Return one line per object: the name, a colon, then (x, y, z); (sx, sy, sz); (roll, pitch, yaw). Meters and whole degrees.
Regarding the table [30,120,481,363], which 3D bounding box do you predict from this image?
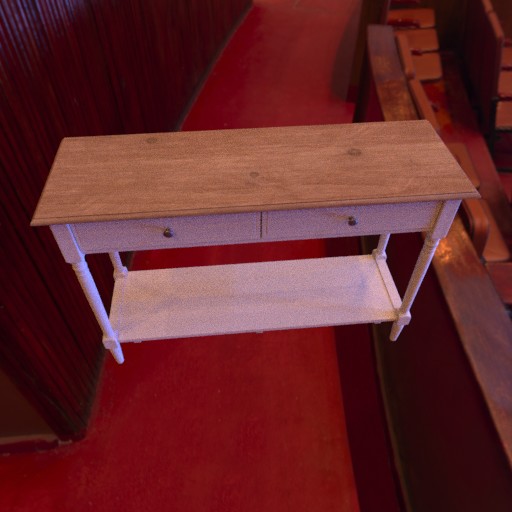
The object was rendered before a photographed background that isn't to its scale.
table: (0.000, 0.000, 1.610); (1.219, 0.800, 0.399); (-4, 47, -4)
